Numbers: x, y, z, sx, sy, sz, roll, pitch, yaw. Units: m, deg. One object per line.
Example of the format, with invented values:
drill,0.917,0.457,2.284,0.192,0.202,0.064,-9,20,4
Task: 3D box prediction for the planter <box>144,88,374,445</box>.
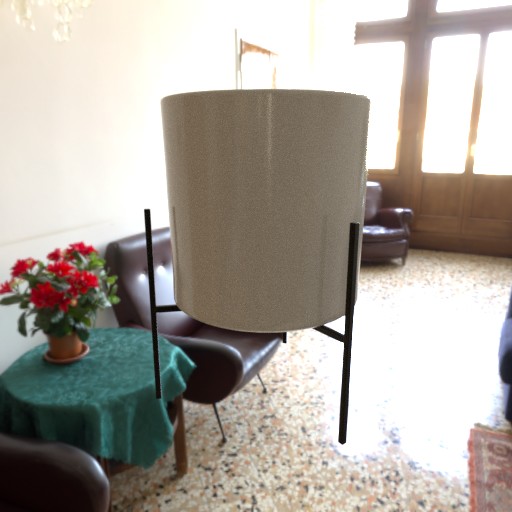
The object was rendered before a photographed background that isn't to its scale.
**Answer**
planter,0.000,0.000,0.645,0.308,0.431,0.307,-3,15,-10
